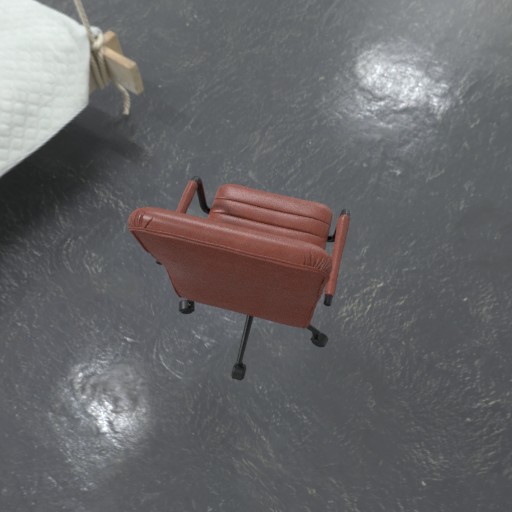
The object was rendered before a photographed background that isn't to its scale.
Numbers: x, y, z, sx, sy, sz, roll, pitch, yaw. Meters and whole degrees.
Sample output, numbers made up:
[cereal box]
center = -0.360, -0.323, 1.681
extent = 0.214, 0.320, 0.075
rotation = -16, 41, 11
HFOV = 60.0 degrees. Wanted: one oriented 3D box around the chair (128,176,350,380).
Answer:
[chair]
center = 0.000, 0.000, 1.358
extent = 0.608, 0.979, 0.580
rotation = 13, 64, 7
